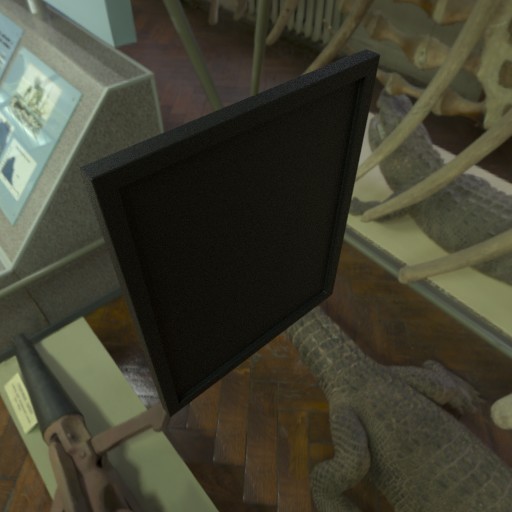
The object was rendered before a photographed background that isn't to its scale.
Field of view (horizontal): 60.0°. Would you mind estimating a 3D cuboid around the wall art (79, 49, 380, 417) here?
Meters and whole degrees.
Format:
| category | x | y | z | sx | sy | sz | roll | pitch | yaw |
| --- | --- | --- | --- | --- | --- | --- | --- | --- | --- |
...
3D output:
| category | x | y | z | sx | sy | sz | roll | pitch | yaw |
| --- | --- | --- | --- | --- | --- | --- | --- | --- | --- |
| wall art | 0.000 | 0.000 | 0.752 | 0.457 | 0.559 | 0.028 | -32 | 54 | -27 |
